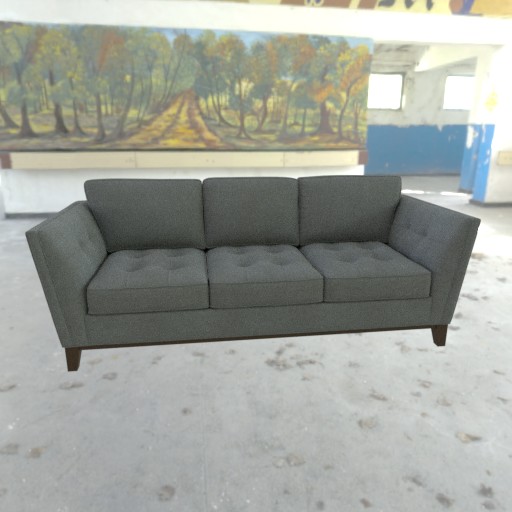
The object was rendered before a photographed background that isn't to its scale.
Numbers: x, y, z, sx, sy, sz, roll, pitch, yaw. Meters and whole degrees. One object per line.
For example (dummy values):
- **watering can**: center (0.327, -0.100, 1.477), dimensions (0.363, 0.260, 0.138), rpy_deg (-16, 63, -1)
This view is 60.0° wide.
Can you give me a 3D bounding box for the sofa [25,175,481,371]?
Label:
- **sofa**: center (0.000, 0.000, 2.832), dimensions (2.387, 0.940, 0.965), rpy_deg (-2, 17, -7)
